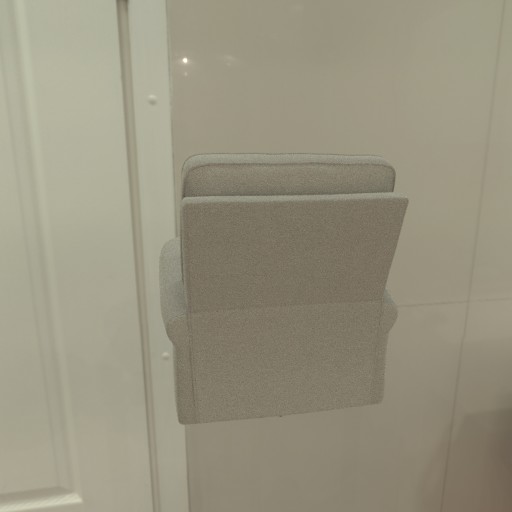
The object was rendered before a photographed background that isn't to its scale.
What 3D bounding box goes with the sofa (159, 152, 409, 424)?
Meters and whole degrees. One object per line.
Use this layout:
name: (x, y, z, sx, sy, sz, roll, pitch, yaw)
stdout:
sofa: (0.000, 0.000, 2.056, 0.880, 0.959, 1.478, -3, 15, -10)
